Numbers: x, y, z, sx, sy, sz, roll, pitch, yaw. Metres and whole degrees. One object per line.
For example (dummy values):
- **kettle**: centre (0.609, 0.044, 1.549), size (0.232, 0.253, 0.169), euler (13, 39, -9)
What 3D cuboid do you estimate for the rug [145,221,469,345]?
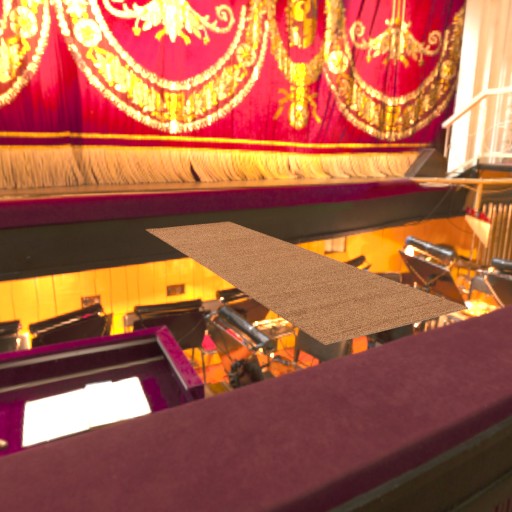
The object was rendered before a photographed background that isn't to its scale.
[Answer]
- **rug**: centre (0.000, 0.000, 2.687), size (0.741, 0.014, 2.390), euler (-7, 16, -27)
